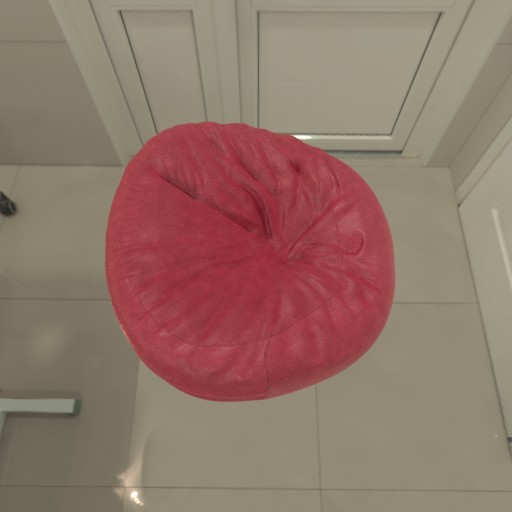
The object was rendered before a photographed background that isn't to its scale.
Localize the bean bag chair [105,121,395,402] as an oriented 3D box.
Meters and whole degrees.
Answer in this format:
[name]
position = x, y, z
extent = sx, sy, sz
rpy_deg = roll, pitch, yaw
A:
[bean bag chair]
position = 0.000, 0.000, 2.441
extent = 1.524, 0.878, 1.524
rpy_deg = 0, 65, 0
